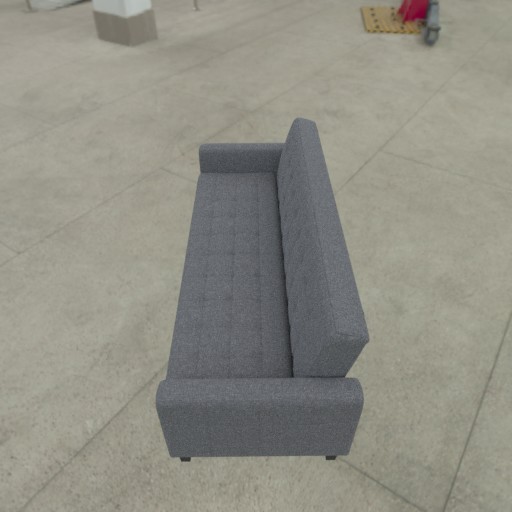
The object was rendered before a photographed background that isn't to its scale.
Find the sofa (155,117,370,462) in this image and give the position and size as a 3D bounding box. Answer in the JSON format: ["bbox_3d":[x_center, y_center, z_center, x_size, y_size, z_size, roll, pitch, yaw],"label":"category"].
[{"bbox_3d":[0.000,0.000,2.506,0.810,0.850,2.040,0,42,0],"label":"sofa"}]
